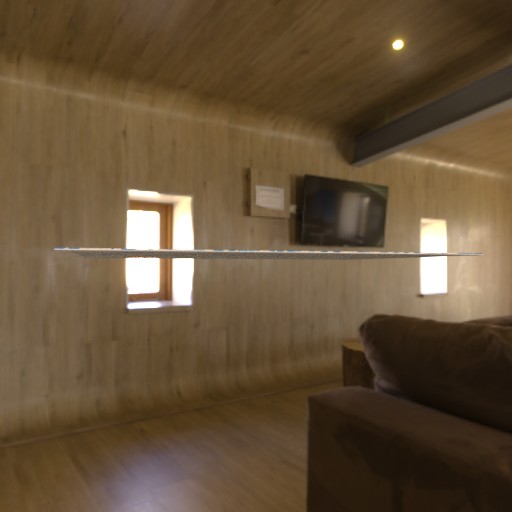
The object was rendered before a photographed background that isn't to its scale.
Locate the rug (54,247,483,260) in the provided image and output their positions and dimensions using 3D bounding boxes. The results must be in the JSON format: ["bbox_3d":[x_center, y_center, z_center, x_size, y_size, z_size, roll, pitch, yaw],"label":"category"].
[{"bbox_3d":[0.000,0.000,2.347,1.830,0.011,1.209,1,-2,-18],"label":"rug"}]
